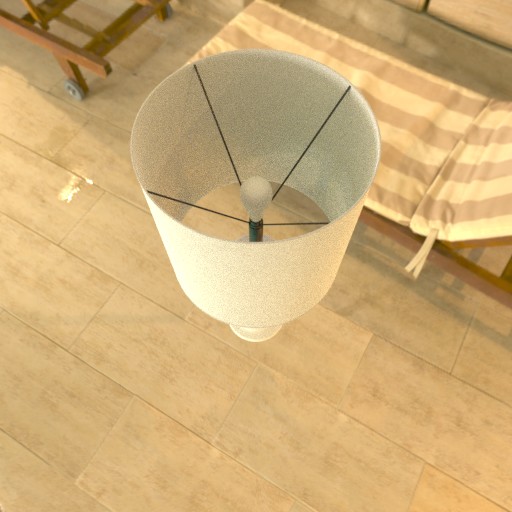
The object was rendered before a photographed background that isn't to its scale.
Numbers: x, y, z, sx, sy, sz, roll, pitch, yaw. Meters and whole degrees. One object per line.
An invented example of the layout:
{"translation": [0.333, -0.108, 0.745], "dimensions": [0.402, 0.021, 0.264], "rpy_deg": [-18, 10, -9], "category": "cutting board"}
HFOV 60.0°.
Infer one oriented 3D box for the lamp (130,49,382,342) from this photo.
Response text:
{"translation": [0.000, 0.000, 0.574], "dimensions": [0.208, 0.455, 0.208], "rpy_deg": [33, 68, 15], "category": "lamp"}
